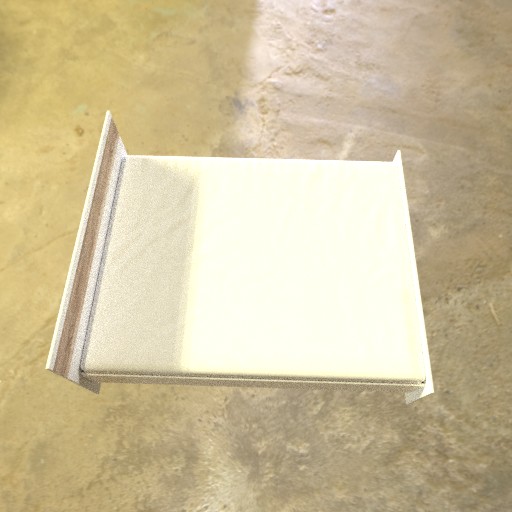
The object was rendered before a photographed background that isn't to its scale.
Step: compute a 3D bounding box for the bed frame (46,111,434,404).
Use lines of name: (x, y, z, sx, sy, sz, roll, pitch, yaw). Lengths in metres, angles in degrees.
bed frame: (0.000, 0.000, 2.947, 2.060, 0.800, 1.720, 2, 64, 1)
